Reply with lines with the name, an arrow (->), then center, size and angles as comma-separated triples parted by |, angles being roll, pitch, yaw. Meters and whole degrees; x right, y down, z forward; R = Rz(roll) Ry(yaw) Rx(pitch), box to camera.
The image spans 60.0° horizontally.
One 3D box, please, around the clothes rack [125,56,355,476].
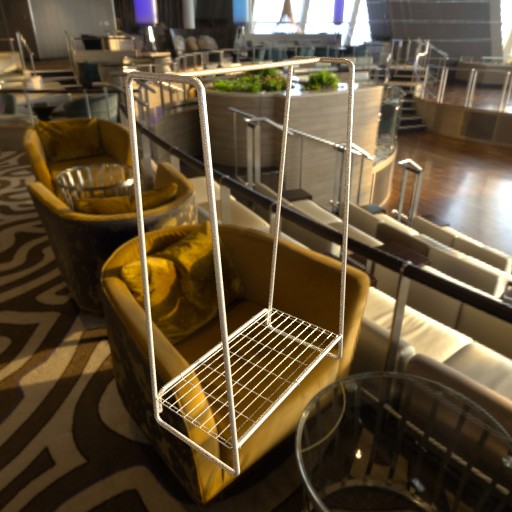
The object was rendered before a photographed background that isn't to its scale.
clothes rack -> 0.000, 0.000, 1.878 | 0.495, 1.500, 0.900 | 19, 33, 32
